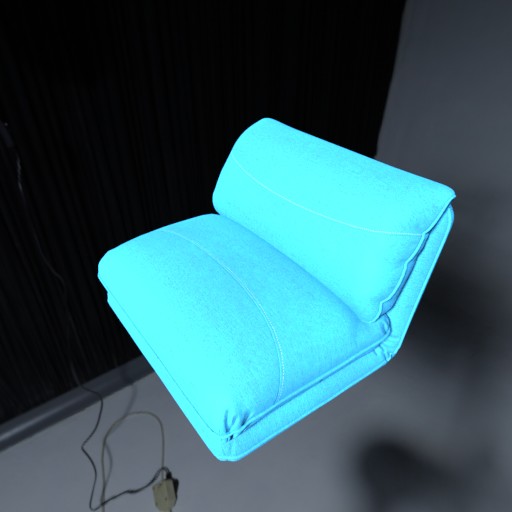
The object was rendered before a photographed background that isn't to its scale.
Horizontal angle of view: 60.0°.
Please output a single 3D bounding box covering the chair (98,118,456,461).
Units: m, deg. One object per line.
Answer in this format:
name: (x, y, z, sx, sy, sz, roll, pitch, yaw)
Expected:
chair: (0.000, 0.000, 1.349, 0.780, 0.580, 0.820, -21, 39, -29)
